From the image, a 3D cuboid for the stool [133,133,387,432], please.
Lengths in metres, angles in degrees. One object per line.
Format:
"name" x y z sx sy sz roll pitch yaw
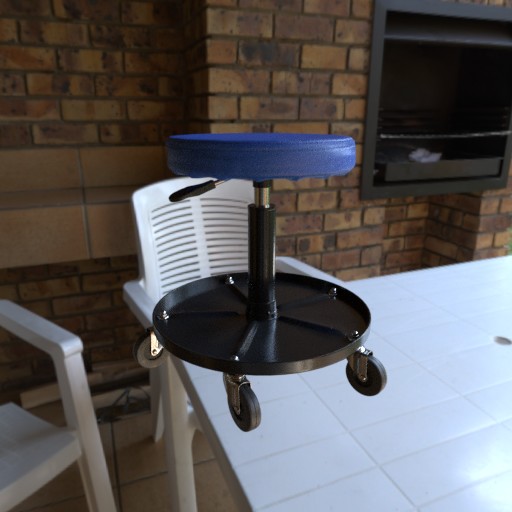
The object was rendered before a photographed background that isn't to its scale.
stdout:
"stool" 0.000 0.000 0.696 0.382 0.365 0.381 -9 19 -26
